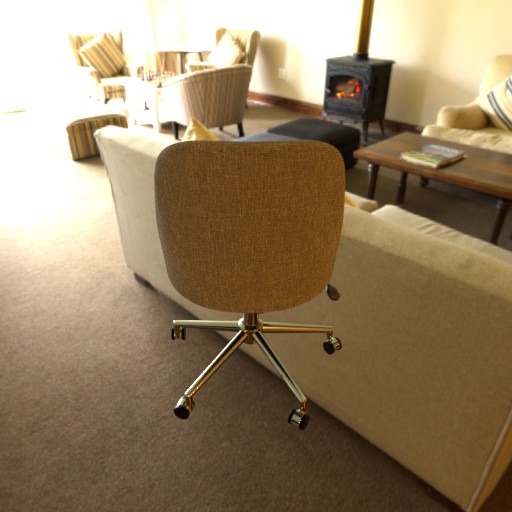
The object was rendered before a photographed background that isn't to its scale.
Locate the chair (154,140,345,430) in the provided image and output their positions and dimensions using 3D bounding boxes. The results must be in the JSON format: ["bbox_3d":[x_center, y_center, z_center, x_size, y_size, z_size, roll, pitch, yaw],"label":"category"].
[{"bbox_3d":[0.000,0.000,1.442,0.671,0.950,0.712,-1,31,-1],"label":"chair"}]
